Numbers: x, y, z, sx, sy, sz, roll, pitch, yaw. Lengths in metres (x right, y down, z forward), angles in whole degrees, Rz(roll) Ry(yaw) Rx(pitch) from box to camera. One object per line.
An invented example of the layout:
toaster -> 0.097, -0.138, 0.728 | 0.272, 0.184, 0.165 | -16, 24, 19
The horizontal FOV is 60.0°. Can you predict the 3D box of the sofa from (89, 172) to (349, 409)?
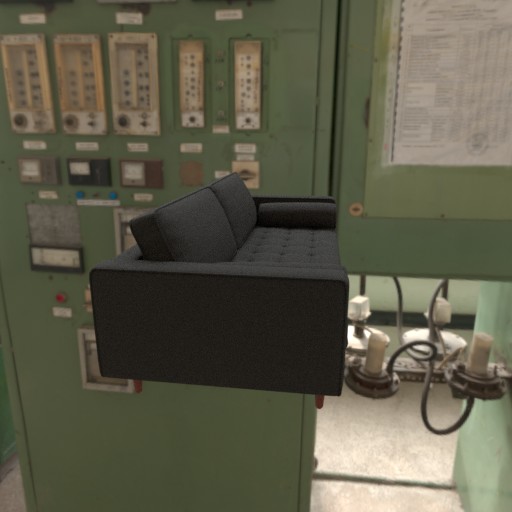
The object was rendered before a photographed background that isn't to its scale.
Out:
sofa -> 0.000, 0.000, 2.401 | 0.914, 0.759, 1.875 | 2, 16, 8
